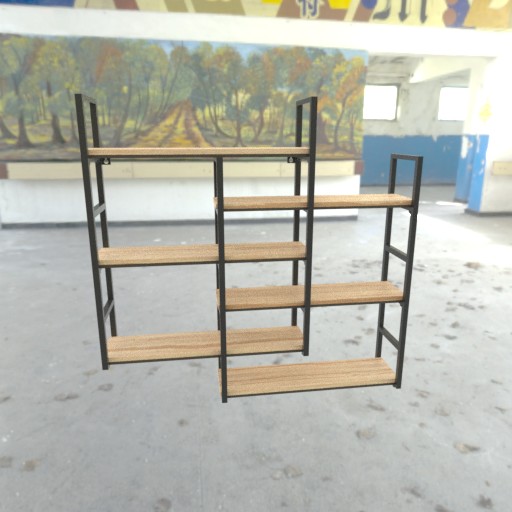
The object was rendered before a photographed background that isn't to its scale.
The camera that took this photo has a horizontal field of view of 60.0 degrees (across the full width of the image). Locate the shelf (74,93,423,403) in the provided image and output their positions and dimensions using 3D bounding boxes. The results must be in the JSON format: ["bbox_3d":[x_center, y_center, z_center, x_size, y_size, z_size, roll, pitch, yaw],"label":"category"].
[{"bbox_3d":[0.000,0.000,1.372,0.946,0.921,0.183,-2,15,-8],"label":"shelf"}]
